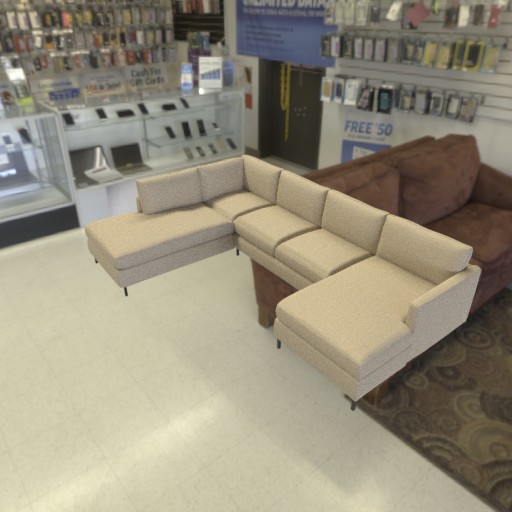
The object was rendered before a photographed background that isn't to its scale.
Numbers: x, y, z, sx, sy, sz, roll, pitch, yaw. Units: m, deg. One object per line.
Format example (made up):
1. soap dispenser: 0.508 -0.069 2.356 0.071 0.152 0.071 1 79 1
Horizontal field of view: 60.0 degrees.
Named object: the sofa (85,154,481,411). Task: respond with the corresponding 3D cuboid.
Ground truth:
1. sofa: 0.000 0.000 3.561 1.879 0.756 2.737 -21 36 -32
